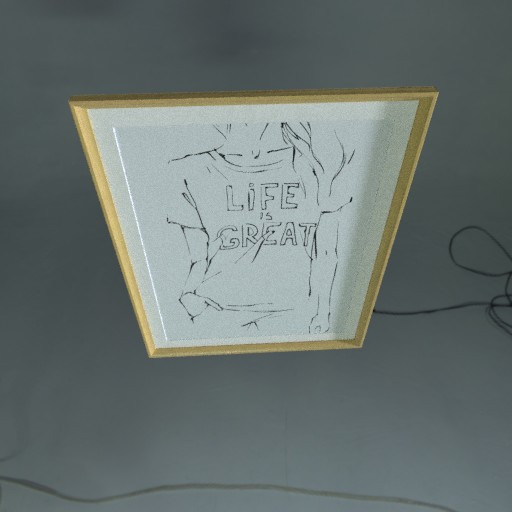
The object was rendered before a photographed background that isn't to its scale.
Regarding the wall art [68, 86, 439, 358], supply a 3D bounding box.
[{"bbox_3d":[0.000,0.000,1.319,0.798,1.002,0.030,-2,45,-2],"label":"wall art"}]
